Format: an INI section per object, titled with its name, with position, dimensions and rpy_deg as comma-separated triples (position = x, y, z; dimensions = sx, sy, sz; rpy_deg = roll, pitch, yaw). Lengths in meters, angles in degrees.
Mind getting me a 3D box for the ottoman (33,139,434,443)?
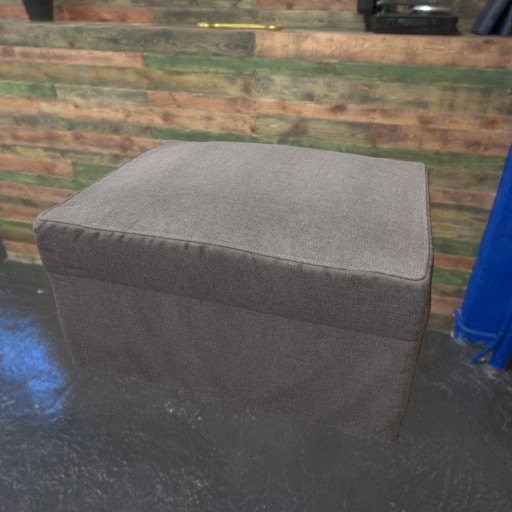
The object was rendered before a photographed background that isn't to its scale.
[ottoman]
position = 0.000, 0.000, 1.195
dimensions = 0.833, 0.492, 0.652
rpy_deg = 9, 32, 15
